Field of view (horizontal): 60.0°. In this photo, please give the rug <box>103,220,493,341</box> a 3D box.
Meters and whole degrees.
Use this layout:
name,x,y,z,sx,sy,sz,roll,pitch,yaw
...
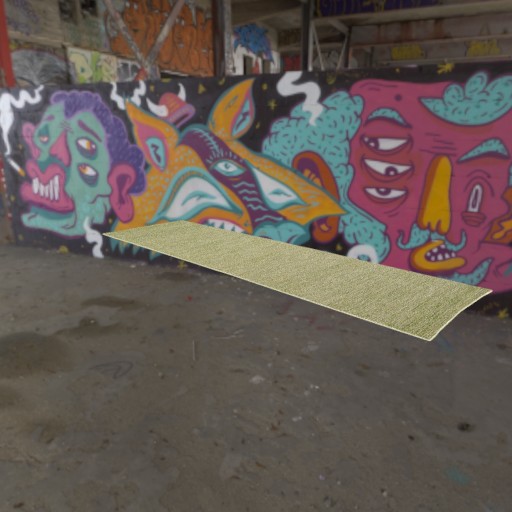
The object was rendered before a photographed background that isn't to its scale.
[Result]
name,x,y,z,sx,sy,sz,roll,pitch,yaw
rug,0.000,0.000,2.538,2.340,0.013,0.686,15,22,42
